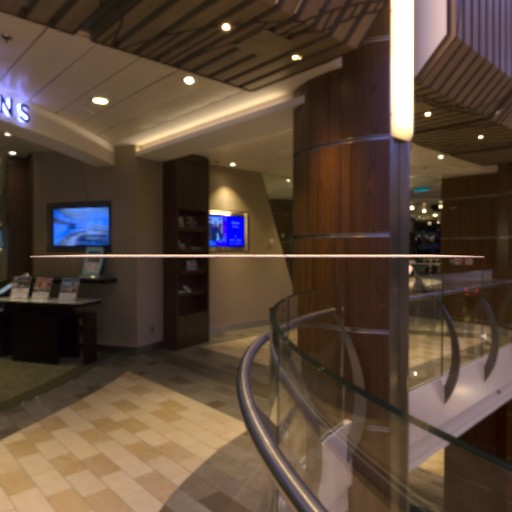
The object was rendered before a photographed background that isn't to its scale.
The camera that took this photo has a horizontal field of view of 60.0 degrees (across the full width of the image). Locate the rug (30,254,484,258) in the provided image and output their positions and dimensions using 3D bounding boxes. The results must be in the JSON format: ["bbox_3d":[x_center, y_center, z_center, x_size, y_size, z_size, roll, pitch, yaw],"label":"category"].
[{"bbox_3d":[0.000,0.000,2.759,2.439,0.008,0.762,0,1,1],"label":"rug"}]
